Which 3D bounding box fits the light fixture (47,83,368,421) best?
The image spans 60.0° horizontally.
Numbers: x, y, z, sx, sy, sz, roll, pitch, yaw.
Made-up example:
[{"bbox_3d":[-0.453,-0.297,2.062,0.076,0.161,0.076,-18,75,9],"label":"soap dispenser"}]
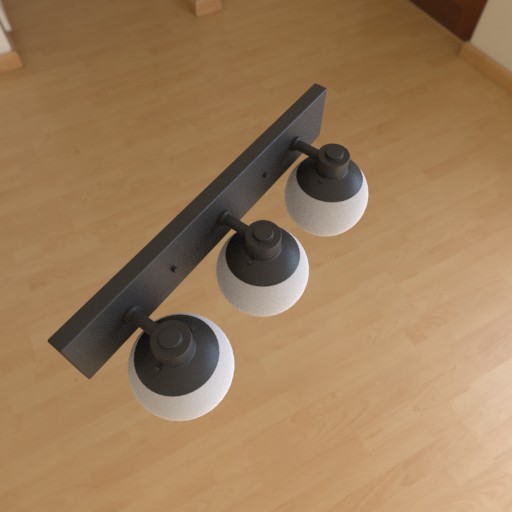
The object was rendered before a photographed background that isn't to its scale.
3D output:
[{"bbox_3d":[0.000,0.000,0.868,0.218,0.263,0.721,32,63,18],"label":"light fixture"}]
